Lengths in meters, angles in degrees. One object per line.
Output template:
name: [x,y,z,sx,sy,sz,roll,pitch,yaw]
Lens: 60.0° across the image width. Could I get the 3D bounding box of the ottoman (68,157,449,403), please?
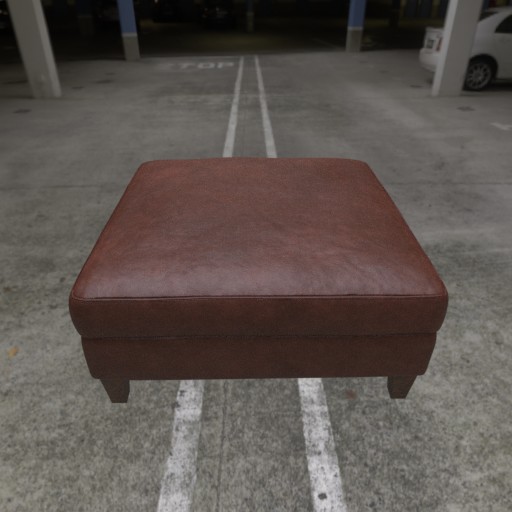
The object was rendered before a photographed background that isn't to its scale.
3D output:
ottoman: [0.000,0.000,1.349,0.844,0.415,0.836,-1,33,-1]
